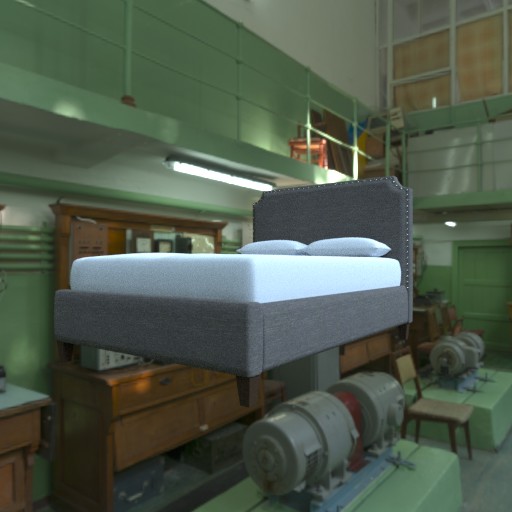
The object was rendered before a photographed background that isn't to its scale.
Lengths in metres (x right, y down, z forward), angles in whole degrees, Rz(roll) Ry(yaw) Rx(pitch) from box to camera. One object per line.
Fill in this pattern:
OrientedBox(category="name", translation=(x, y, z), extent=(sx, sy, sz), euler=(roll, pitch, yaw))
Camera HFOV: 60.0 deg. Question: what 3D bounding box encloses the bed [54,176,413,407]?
OrientedBox(category="bed", translation=(0.000, 0.000, 3.482), extent=(1.713, 1.457, 2.381), euler=(-1, -1, 36))
